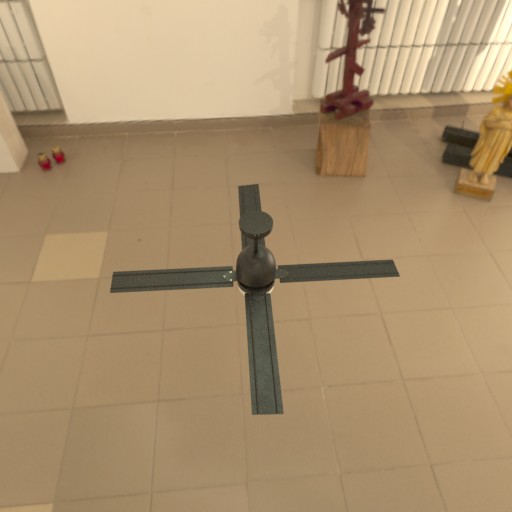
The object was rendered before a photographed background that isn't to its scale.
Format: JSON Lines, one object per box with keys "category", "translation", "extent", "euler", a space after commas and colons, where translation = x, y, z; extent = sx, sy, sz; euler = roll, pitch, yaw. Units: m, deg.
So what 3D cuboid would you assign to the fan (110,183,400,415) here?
{"category": "fan", "translation": [0.000, 0.000, 1.950], "extent": [1.319, 0.410, 1.319], "euler": [-4, 48, -4]}
